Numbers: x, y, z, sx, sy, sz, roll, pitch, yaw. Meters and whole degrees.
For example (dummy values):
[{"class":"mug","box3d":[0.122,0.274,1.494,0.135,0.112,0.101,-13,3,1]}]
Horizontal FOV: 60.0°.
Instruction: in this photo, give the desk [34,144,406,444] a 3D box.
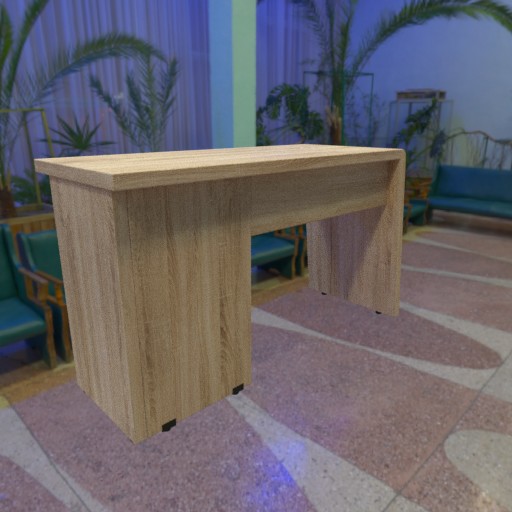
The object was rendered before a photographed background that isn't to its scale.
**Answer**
[{"class":"desk","box3d":[0.000,0.000,1.646,1.300,0.750,0.500,-15,23,-41]}]
